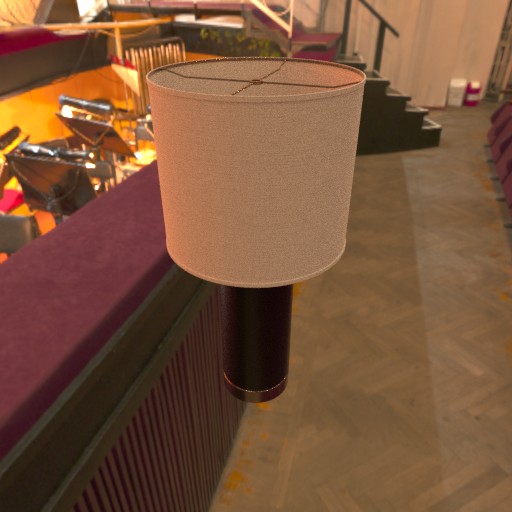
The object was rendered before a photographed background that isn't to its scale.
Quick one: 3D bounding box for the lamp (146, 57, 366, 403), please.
[{"bbox_3d":[0.000,0.000,0.622,0.241,0.482,0.240,11,33,17],"label":"lamp"}]
